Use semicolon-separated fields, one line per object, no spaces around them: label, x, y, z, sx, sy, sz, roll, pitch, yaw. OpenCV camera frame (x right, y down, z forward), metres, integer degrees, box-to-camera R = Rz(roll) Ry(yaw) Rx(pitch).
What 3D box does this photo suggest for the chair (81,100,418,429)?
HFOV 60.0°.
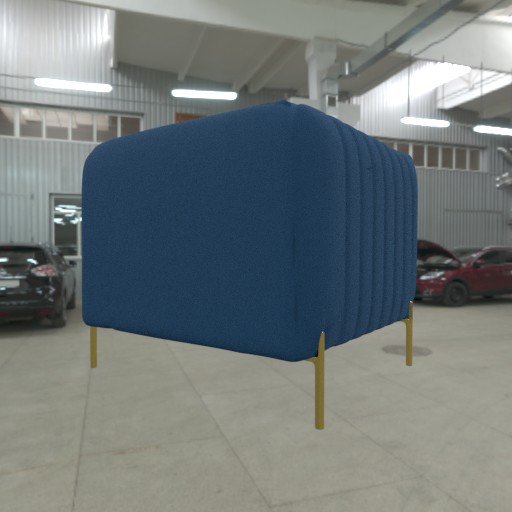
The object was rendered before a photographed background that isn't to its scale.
chair;0.000;0.000;1.602;0.947;0.793;0.877;1;1;36
